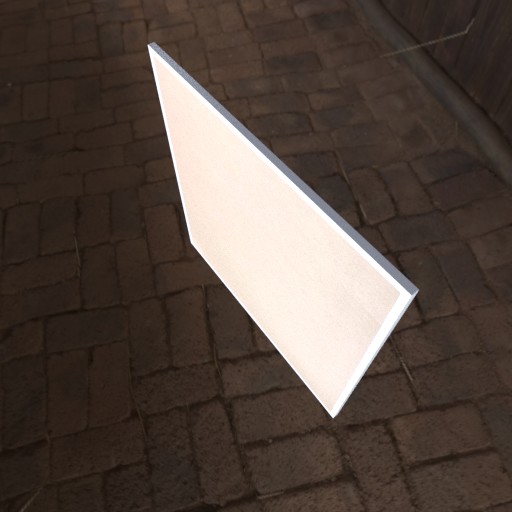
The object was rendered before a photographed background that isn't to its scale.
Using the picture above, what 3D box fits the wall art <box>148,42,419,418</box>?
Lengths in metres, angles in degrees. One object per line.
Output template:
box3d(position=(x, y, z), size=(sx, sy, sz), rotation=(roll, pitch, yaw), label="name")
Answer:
box3d(position=(0.000, 0.000, 0.819), size=(0.012, 0.557, 0.557), rotation=(-32, 63, -19), label="wall art")
